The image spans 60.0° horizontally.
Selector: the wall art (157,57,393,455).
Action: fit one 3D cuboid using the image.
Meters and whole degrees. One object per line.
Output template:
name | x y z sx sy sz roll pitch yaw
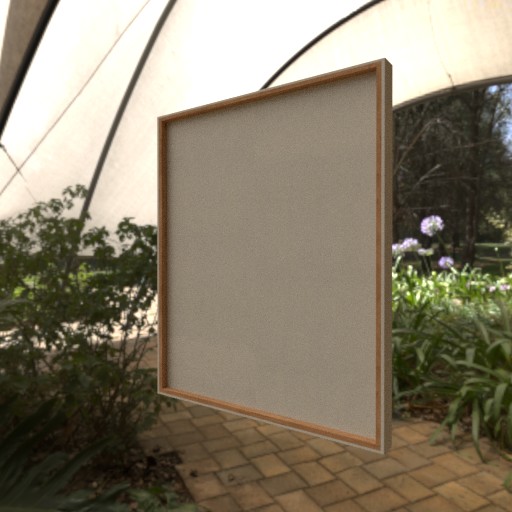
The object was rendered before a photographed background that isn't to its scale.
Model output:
wall art | 0.000 0.000 0.837 0.508 0.606 0.037 0 1 36
